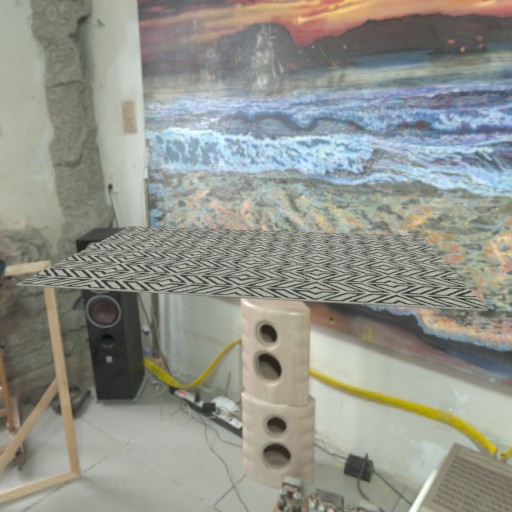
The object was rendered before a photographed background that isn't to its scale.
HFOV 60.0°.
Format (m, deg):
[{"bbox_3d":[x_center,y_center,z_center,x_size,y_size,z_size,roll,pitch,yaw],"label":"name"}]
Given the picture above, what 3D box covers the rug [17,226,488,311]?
[{"bbox_3d":[0.000,0.000,2.976,2.438,0.008,1.523,2,16,8],"label":"rug"}]
